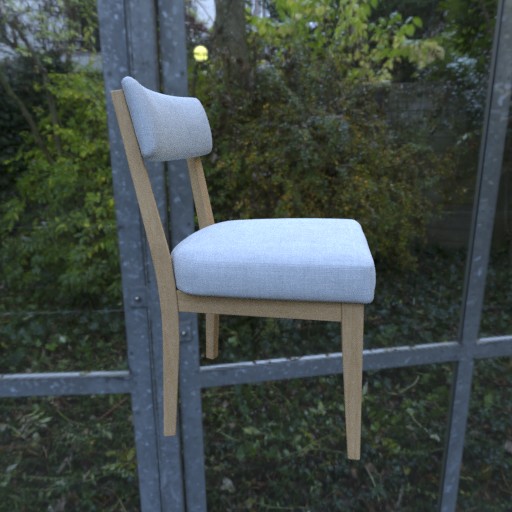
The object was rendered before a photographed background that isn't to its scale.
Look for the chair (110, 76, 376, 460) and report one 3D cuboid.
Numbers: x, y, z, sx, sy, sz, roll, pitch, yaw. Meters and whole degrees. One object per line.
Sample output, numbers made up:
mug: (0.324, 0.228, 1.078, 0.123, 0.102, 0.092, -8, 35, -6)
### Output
chair: (0.000, 0.000, 1.164, 0.572, 0.832, 0.508, 2, 15, 9)
